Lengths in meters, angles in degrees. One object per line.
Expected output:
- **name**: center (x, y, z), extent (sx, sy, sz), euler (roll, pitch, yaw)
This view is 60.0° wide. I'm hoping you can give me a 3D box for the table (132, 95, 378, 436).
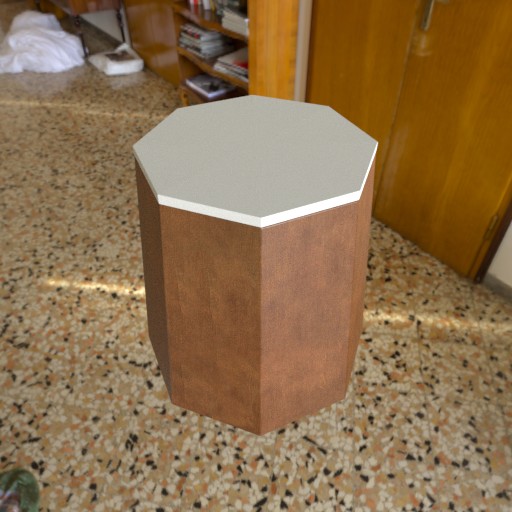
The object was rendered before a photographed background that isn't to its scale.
- **table**: center (0.000, 0.000, 0.823), extent (0.439, 0.457, 0.439), euler (13, 44, 14)
